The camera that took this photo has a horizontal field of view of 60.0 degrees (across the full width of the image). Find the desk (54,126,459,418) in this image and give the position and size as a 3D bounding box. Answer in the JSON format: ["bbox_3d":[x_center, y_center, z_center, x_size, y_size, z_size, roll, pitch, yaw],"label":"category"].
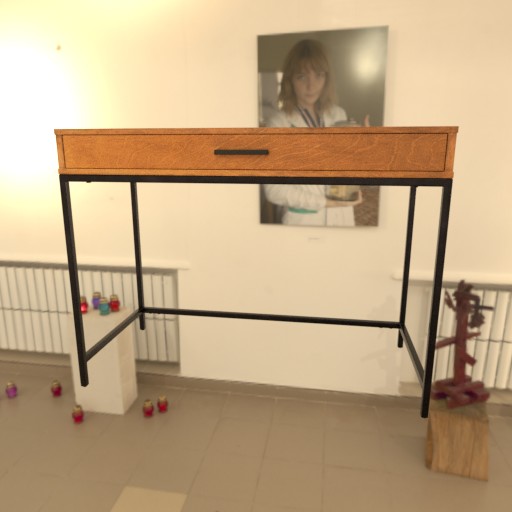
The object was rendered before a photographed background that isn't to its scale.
[{"bbox_3d":[0.000,0.000,1.400,1.016,0.762,0.470,2,14,9],"label":"desk"}]
